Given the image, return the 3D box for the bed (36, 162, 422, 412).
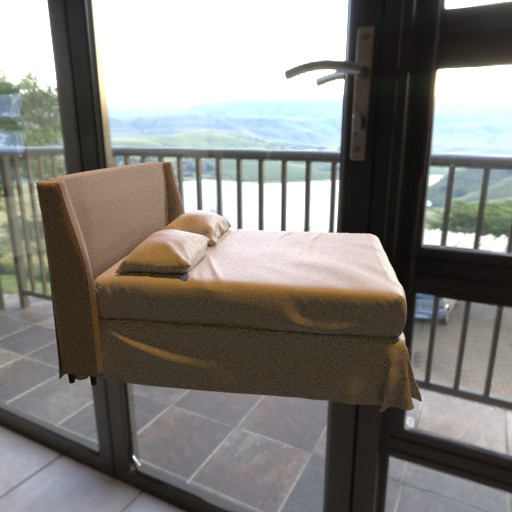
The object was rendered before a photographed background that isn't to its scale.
[{"bbox_3d":[0.000,0.000,3.426,2.276,1.332,1.925,2,16,9],"label":"bed"}]
